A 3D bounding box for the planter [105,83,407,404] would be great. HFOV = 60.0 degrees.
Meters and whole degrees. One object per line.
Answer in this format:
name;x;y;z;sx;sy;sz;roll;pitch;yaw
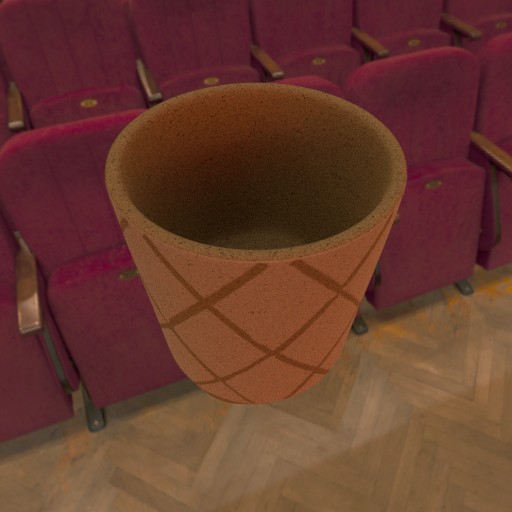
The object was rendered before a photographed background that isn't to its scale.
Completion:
planter;0.000;0.000;0.358;0.191;0.199;0.191;0;47;0
